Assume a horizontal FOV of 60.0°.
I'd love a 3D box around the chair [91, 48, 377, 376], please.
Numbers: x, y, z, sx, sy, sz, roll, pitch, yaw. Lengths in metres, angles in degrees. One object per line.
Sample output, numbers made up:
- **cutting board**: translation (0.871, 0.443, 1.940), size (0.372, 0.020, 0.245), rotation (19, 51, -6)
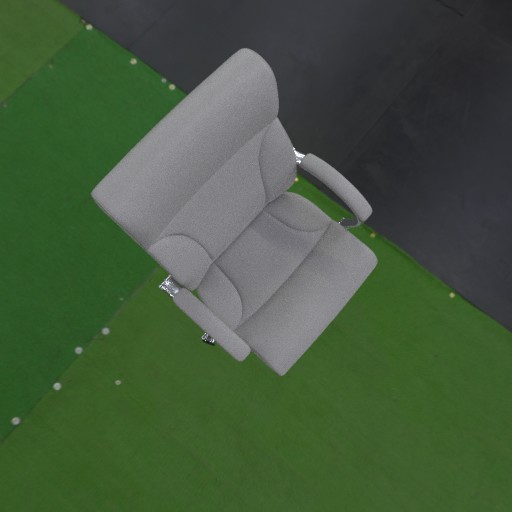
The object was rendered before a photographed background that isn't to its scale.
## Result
- **chair**: translation (0.000, 0.000, 1.565), size (0.745, 1.099, 0.727), rotation (41, 80, 9)
